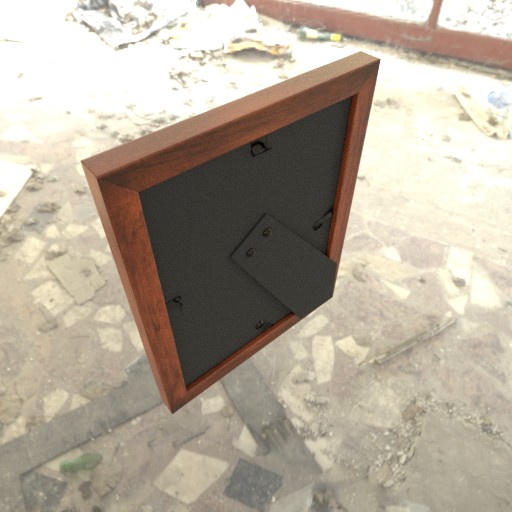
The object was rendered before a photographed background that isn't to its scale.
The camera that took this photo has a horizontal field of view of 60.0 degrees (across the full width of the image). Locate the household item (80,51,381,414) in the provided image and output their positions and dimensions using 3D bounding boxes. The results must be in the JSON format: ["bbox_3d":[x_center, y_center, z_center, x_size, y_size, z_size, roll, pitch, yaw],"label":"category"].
[{"bbox_3d":[0.000,0.000,0.339,0.200,0.250,0.020,-31,54,-26],"label":"household item"}]
